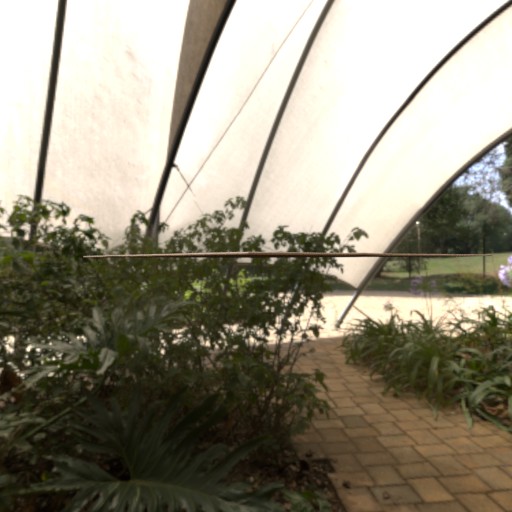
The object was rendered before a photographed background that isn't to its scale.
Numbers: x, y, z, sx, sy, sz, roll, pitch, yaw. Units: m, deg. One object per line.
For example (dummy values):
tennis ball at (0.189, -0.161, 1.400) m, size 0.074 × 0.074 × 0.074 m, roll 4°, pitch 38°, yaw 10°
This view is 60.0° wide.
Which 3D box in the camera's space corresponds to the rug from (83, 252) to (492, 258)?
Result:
rug at (0.000, 0.000, 4.346) m, size 2.449 × 0.019 × 3.357 m, roll 0°, pitch -1°, yaw -35°
